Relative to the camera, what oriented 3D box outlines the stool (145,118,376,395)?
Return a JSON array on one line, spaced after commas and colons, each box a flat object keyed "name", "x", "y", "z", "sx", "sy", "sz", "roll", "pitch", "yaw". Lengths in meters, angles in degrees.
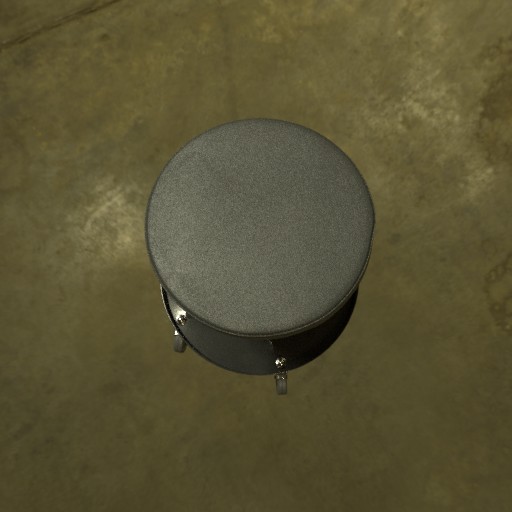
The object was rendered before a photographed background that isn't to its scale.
[{"name": "stool", "x": 0.000, "y": 0.000, "z": 0.691, "sx": 0.382, "sy": 0.365, "sz": 0.381, "roll": 17, "pitch": 76, "yaw": 5}]
